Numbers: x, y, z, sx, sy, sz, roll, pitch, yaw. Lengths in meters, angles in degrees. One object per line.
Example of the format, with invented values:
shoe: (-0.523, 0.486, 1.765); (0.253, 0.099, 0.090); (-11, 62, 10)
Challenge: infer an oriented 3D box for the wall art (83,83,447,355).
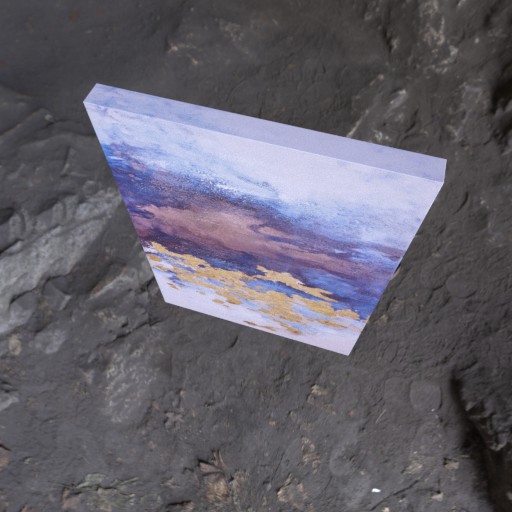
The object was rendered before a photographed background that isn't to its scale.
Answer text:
wall art: (0.000, 0.000, 0.771); (0.437, 0.581, 0.036); (15, 60, 9)
